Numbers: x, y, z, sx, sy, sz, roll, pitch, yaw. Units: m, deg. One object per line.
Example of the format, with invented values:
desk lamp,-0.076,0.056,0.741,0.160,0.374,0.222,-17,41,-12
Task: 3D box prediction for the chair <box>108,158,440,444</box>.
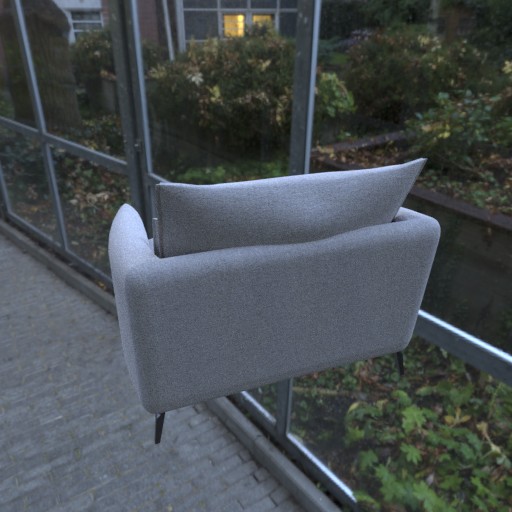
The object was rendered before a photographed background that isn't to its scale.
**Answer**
chair,0.000,0.000,1.635,1.029,0.856,0.801,-9,29,-18
